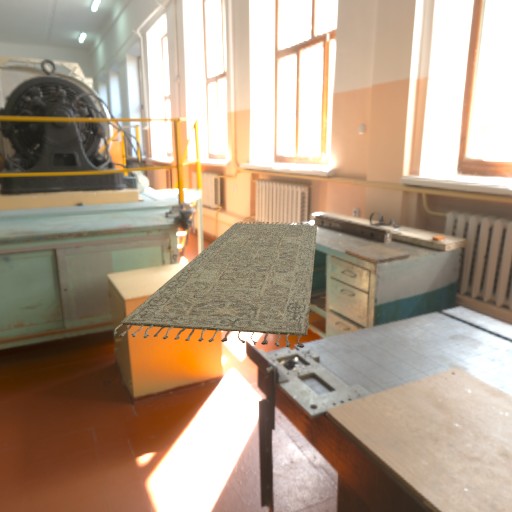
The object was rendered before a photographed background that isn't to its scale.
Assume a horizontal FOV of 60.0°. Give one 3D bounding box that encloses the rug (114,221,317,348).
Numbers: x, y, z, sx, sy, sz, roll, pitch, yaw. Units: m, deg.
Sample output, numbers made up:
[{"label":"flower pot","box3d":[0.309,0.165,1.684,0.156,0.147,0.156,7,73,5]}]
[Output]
[{"label":"rug","box3d":[0.000,0.000,2.923,0.762,0.011,2.664,2,14,8]}]
